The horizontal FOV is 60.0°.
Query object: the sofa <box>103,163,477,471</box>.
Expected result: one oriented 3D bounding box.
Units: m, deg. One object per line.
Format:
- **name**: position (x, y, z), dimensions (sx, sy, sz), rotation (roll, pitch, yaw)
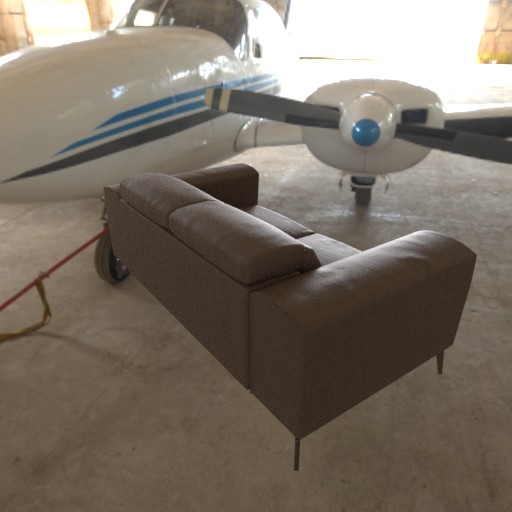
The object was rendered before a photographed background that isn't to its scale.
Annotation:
- **sofa**: position (0.000, 0.000, 2.398), dimensions (1.003, 0.779, 1.895), rotation (-17, 31, -32)
